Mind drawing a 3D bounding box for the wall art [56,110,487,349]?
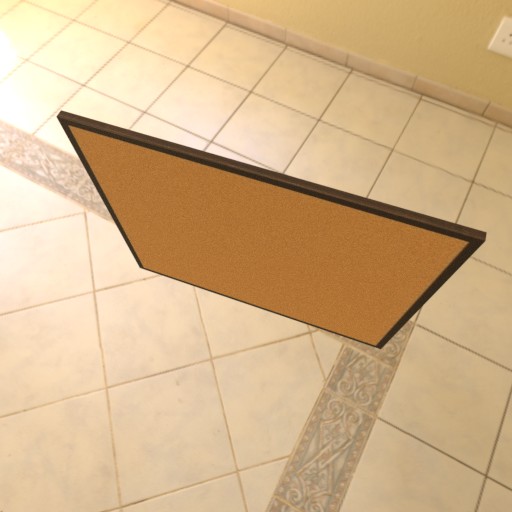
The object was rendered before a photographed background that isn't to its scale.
[{"bbox_3d":[0.000,0.000,1.406,1.033,0.875,0.023,18,65,9],"label":"wall art"}]
